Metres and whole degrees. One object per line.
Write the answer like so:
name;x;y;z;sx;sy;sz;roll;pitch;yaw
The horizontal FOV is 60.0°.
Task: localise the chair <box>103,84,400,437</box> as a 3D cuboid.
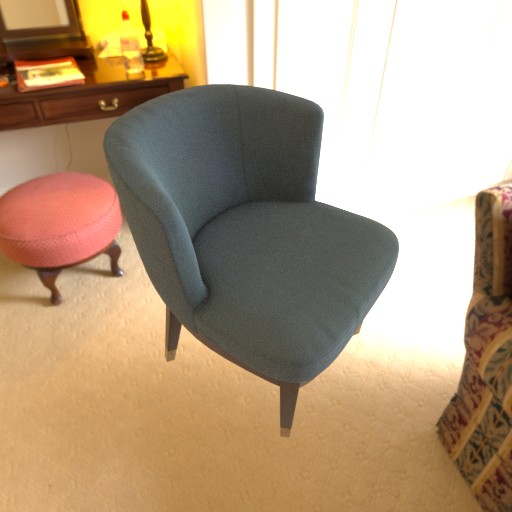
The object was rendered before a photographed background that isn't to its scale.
chair;0.000;0.000;1.272;0.702;0.760;0.661;25;46;26
